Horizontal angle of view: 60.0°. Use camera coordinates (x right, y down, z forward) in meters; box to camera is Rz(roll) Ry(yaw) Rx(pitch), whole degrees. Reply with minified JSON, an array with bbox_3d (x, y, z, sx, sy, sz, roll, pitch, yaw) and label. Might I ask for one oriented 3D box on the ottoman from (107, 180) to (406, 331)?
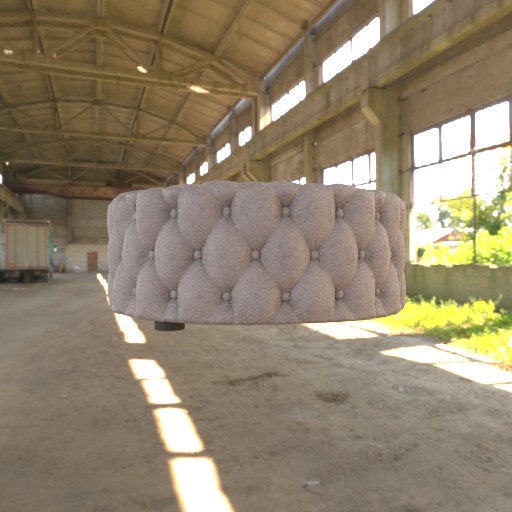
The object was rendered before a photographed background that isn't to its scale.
[{"bbox_3d":[0.000,0.000,1.545,0.998,0.399,0.998,0,0,0],"label":"ottoman"}]
